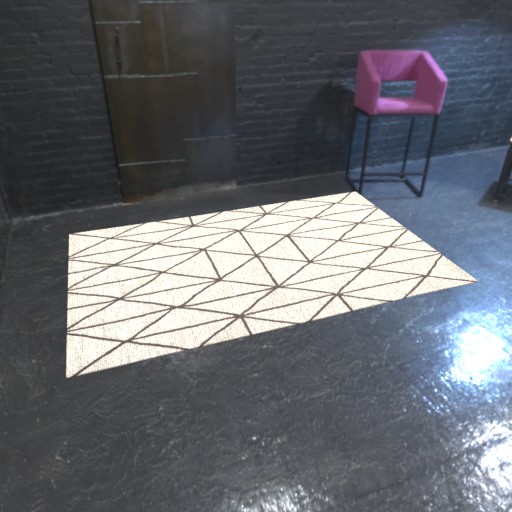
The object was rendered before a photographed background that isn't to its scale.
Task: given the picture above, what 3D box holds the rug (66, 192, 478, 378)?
[{"bbox_3d":[0.000,0.000,3.088,2.465,0.008,1.526,-10,33,-16],"label":"rug"}]
